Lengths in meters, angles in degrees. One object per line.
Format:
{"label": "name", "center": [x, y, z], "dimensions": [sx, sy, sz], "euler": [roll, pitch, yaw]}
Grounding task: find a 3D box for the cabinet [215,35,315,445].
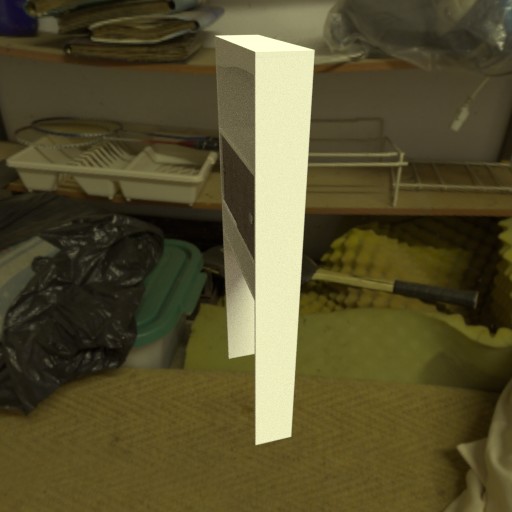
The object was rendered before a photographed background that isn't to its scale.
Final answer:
{"label": "cabinet", "center": [0.000, 0.000, 2.028], "dimensions": [0.192, 1.770, 0.643], "euler": [-8, 31, -13]}
